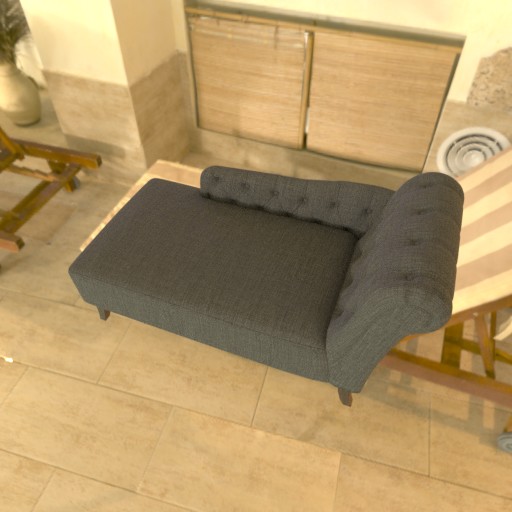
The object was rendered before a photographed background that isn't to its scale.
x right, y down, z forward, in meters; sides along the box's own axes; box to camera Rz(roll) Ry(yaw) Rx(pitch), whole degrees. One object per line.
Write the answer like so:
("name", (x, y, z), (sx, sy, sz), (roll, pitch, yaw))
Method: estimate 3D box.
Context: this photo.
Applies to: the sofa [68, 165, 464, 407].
("sofa", (0.000, 0.000, 1.797), (1.379, 0.787, 0.675), (16, 48, 15))
